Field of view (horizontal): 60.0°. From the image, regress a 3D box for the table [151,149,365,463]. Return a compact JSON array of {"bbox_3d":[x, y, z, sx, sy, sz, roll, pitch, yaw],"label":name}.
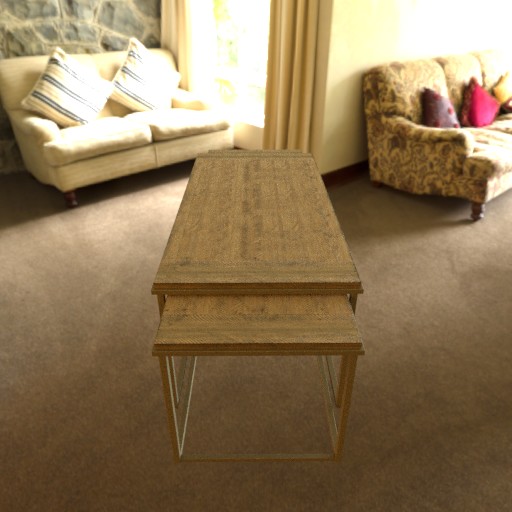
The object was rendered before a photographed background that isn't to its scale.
[{"bbox_3d":[0.000,0.000,1.541,0.489,0.427,1.312,0,30,0],"label":"table"}]
